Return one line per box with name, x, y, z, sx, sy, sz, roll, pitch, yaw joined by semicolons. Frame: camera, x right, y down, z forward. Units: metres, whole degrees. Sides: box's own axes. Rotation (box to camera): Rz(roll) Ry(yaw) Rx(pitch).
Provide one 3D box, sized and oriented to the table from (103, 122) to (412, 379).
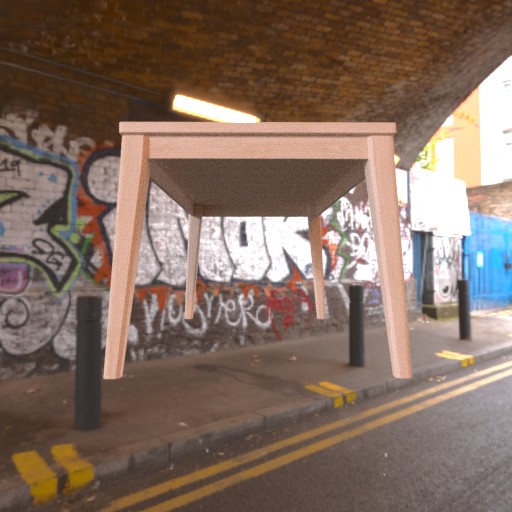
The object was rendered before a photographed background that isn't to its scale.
table;0.000;0.000;2.092;0.900;0.760;1.600;0;-2;0
